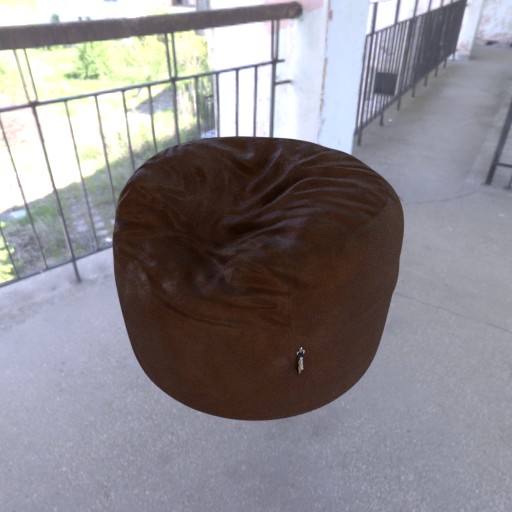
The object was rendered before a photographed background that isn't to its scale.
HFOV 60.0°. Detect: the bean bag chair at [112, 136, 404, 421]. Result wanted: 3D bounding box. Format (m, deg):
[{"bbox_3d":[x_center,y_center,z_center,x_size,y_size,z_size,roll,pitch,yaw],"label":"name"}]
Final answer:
[{"bbox_3d":[0.000,0.000,1.486,0.918,0.616,0.918,0,34,0],"label":"bean bag chair"}]
